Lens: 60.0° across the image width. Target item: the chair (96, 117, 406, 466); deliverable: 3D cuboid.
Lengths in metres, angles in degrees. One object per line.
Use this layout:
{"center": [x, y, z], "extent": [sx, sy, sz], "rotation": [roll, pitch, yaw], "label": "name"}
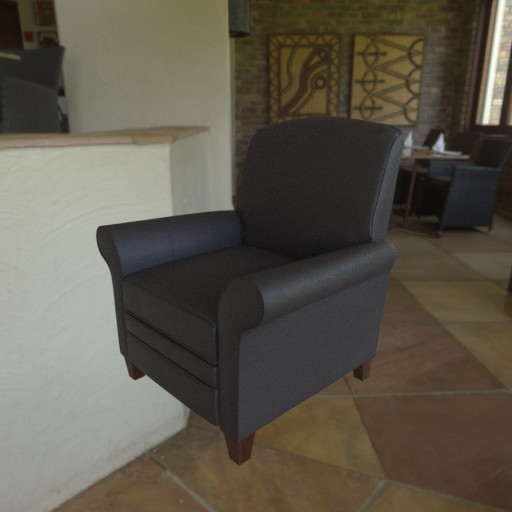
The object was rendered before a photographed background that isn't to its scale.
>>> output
{"center": [0.000, 0.000, 1.766], "extent": [0.902, 1.061, 0.978], "rotation": [-16, 23, -41], "label": "chair"}
